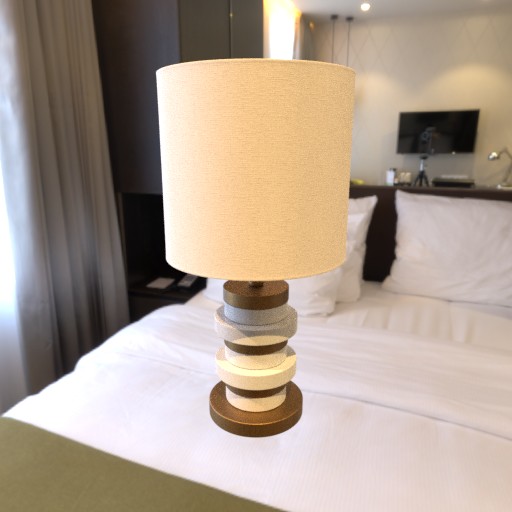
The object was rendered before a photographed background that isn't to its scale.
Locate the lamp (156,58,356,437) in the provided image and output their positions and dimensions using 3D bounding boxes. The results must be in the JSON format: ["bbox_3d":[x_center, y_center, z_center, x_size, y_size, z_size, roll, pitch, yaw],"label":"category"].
[{"bbox_3d":[0.000,0.000,0.527,0.210,0.410,0.210,-3,15,-10],"label":"lamp"}]
